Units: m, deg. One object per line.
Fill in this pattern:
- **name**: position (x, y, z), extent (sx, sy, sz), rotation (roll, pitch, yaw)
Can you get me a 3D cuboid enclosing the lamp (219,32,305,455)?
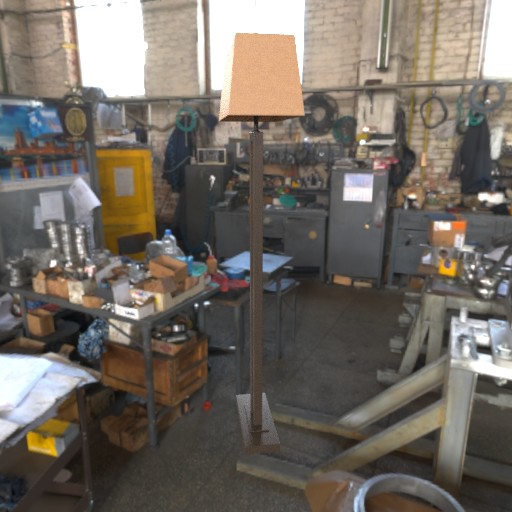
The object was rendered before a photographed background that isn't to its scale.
- **lamp**: position (0.000, 0.000, 1.682), extent (0.233, 1.469, 0.475), rotation (-2, 15, -8)
